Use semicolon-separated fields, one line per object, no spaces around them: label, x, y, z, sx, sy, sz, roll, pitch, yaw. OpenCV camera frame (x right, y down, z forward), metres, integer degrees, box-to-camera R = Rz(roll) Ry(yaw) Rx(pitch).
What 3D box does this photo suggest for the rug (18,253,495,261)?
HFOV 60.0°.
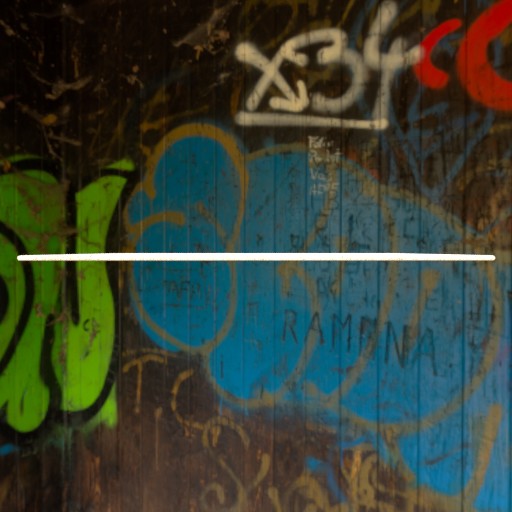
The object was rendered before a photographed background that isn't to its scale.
rug;0.000;0.000;3.414;2.743;0.030;1.778;0;1;-1
